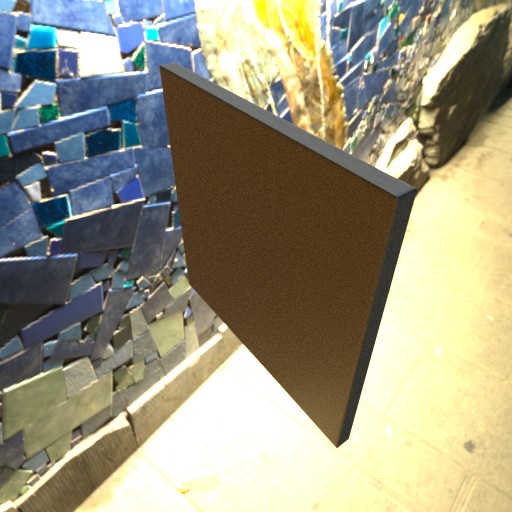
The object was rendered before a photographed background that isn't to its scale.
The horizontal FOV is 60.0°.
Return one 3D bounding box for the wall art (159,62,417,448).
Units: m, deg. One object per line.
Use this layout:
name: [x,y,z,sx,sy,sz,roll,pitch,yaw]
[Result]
wall art: [0.000,0.000,1.924,0.078,1.288,1.287,-26,47,-27]
